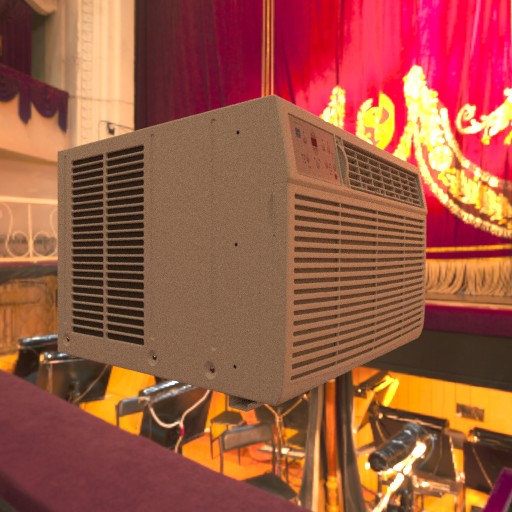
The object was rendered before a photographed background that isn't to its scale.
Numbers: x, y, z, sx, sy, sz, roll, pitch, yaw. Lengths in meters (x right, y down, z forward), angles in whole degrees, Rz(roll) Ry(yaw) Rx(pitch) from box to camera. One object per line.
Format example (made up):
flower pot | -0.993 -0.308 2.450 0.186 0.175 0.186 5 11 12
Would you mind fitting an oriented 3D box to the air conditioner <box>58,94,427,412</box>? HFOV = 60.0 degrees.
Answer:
air conditioner | 0.000 0.000 1.037 0.599 0.455 0.645 0 0 37
